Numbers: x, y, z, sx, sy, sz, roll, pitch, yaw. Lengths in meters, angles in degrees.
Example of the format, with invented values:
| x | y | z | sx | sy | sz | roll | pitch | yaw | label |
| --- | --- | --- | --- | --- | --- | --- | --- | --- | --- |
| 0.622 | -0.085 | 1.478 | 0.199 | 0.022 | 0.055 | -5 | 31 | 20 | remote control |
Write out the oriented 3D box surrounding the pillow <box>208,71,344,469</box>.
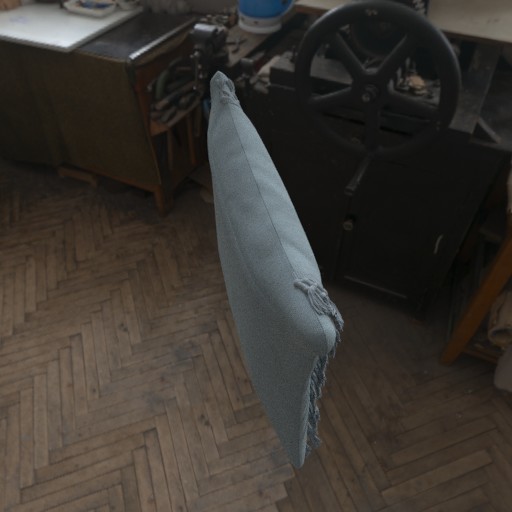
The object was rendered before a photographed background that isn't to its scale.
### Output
| x | y | z | sx | sy | sz | roll | pitch | yaw | label |
| --- | --- | --- | --- | --- | --- | --- | --- | --- | --- |
| 0.000 | 0.000 | 0.592 | 0.084 | 0.305 | 0.466 | -10 | 48 | -9 | pillow |
